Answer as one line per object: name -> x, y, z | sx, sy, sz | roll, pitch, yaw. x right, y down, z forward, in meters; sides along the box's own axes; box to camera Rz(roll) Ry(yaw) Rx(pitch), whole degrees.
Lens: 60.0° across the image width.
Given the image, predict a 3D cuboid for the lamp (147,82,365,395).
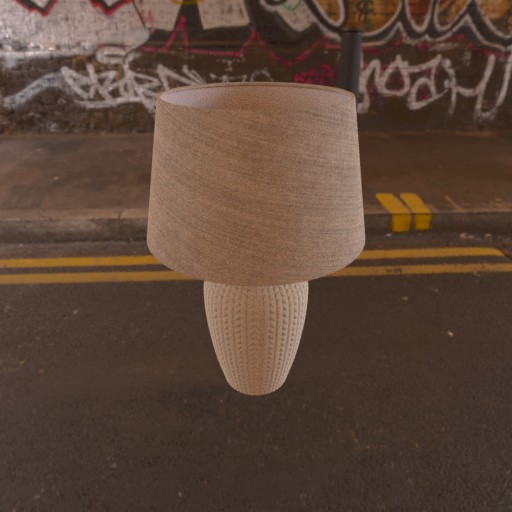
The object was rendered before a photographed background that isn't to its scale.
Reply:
lamp -> 0.000, 0.000, 0.835 | 0.390, 0.580, 0.390 | 0, 28, 0
